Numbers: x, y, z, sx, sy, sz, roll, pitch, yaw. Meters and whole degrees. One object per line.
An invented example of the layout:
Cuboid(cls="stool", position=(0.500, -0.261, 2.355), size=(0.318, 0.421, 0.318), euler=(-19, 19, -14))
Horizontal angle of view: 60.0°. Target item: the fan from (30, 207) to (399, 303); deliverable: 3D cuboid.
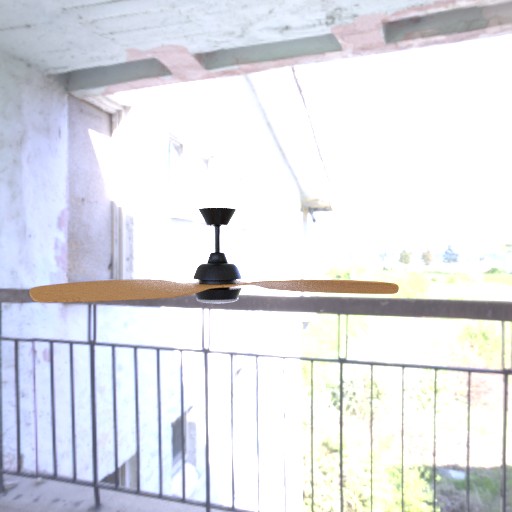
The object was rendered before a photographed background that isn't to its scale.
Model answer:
Cuboid(cls="fan", position=(0.000, 0.000, 1.645), size=(1.010, 0.355, 1.142), euler=(0, 1, 18))
